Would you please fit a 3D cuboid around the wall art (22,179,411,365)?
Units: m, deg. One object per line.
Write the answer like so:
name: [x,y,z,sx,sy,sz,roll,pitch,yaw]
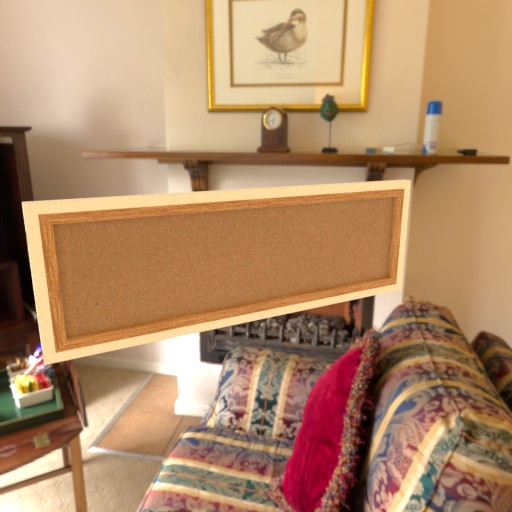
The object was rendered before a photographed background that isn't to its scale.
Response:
wall art: [0.000,0.000,1.681,1.520,0.507,0.044,-8,17,-27]
